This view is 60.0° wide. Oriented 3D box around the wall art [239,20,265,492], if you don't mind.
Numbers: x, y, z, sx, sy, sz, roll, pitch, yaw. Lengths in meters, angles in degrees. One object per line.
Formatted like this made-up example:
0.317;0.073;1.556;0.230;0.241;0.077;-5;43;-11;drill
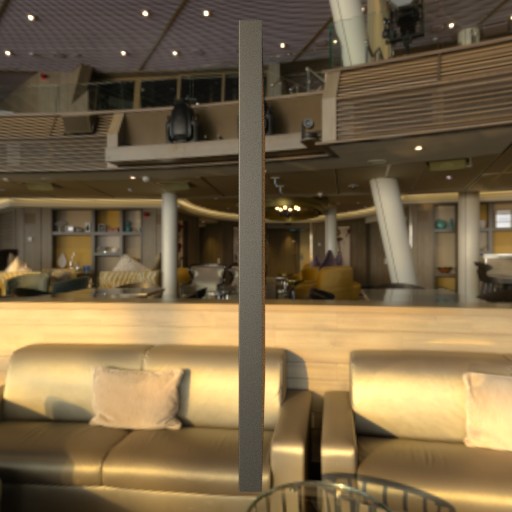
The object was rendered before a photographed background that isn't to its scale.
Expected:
0.000;0.000;0.694;0.025;0.508;0.432;0;0;2;wall art
